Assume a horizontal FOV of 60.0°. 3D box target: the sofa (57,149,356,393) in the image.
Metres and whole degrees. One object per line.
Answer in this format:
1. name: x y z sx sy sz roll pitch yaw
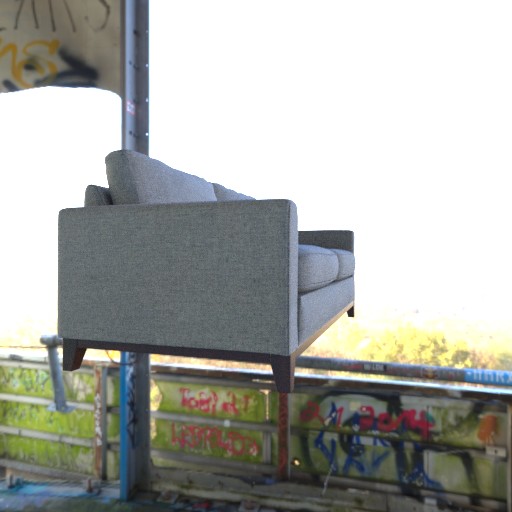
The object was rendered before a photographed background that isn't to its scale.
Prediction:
1. sofa: 0.000 0.000 2.481 0.969 0.892 1.978 0 0 19
